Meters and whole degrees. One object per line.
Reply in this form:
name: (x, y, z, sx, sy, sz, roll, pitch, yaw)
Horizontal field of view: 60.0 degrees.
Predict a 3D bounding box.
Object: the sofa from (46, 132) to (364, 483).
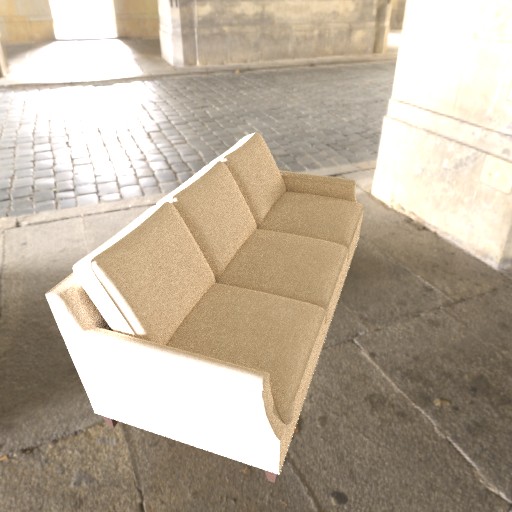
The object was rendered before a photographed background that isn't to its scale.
sofa: (0.000, 0.000, 2.722, 1.041, 0.940, 2.210, 11, 33, 17)
